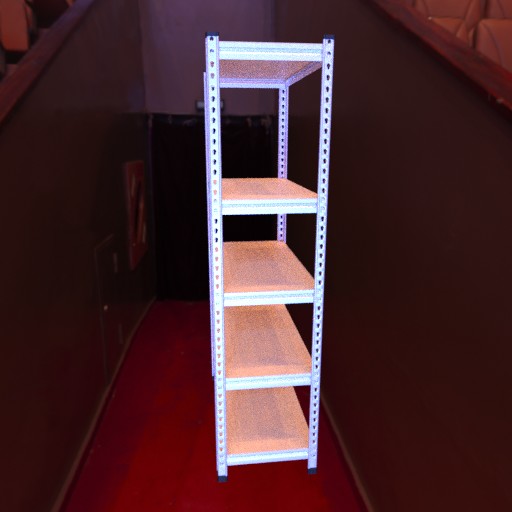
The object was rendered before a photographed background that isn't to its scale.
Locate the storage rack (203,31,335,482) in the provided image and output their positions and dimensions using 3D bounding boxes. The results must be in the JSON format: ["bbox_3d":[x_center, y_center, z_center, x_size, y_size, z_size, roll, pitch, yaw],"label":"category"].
[{"bbox_3d":[0.000,0.000,2.200,0.457,1.829,0.914,-2,15,-7],"label":"storage rack"}]
